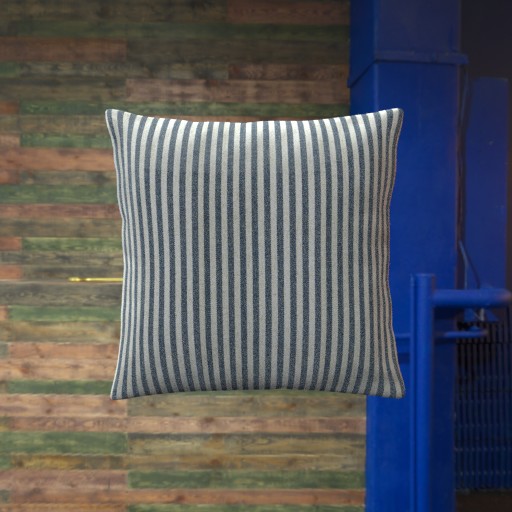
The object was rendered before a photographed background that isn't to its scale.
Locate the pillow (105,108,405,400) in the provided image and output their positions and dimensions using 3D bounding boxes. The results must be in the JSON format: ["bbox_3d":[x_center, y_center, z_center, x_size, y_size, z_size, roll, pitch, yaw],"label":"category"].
[{"bbox_3d":[0.000,0.000,0.776,0.523,0.510,0.166,0,1,1],"label":"pillow"}]
